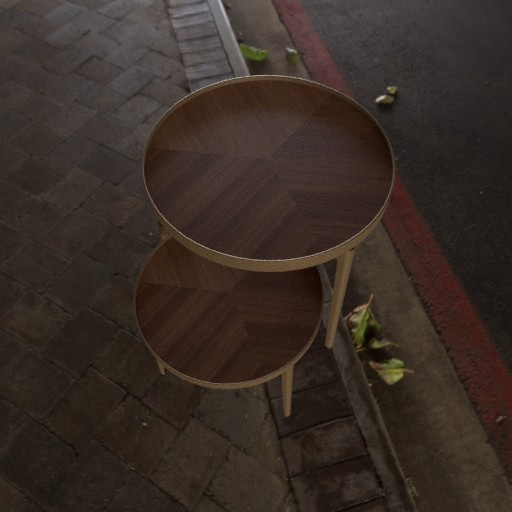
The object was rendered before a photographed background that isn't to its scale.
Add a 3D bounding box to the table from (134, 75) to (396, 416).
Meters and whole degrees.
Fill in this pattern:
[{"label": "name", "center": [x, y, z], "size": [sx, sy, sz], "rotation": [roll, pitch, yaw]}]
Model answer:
[{"label": "table", "center": [0.000, 0.000, 1.130], "size": [0.532, 0.555, 0.751], "rotation": [16, 59, 10]}]
